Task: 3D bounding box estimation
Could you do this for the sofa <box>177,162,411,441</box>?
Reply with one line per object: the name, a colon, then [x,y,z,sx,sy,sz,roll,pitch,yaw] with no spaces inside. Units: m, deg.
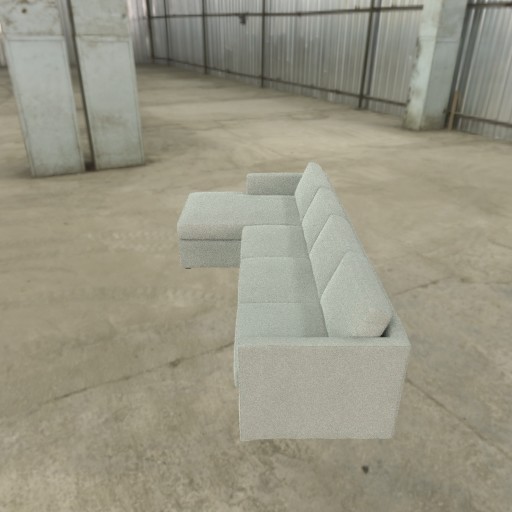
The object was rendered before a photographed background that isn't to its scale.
sofa: [0.000,0.000,3.869,1.650,0.922,3.205,0,27,0]
